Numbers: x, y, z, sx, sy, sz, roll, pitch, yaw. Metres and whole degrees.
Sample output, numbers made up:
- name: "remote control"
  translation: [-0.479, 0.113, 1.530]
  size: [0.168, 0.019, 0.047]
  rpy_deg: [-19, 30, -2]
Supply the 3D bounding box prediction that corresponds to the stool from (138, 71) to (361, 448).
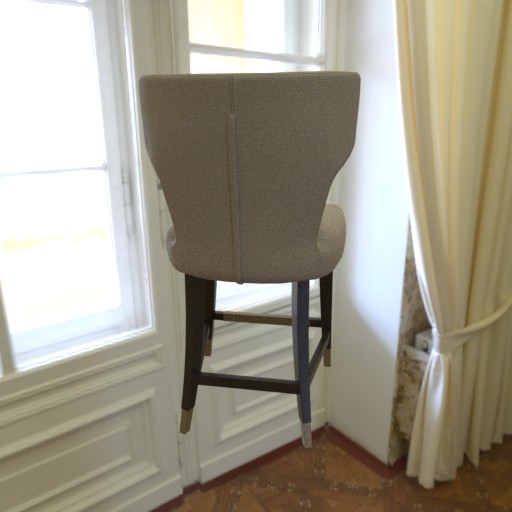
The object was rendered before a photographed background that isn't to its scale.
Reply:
- name: "stool"
  translation: [0.000, 0.000, 1.317]
  size: [0.527, 0.982, 0.563]
  rpy_deg: [3, 17, 9]
